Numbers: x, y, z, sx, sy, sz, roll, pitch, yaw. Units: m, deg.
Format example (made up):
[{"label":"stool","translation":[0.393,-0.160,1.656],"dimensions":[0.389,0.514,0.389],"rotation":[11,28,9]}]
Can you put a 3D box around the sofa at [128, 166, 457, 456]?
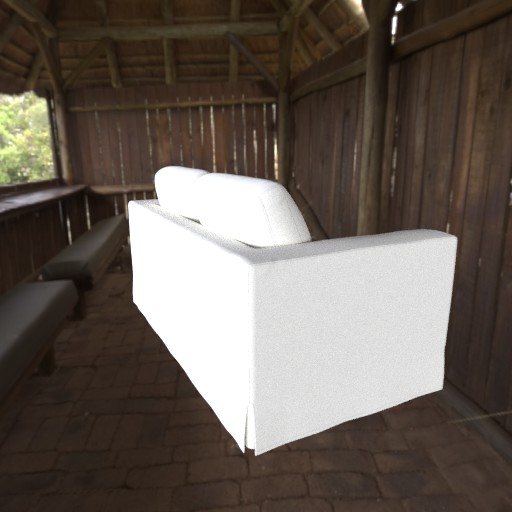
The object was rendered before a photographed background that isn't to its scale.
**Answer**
[{"label":"sofa","translation":[0.000,0.000,2.439],"dimensions":[1.009,0.932,1.813],"rotation":[-7,16,-27]}]
